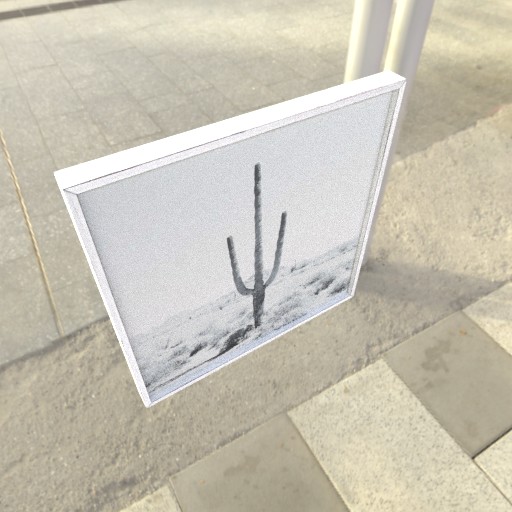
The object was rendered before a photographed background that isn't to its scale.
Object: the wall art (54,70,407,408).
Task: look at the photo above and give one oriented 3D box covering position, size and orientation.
[{"bbox_3d":[0.000,0.000,0.757,0.508,0.508,0.038,-24,50,-22],"label":"wall art"}]
